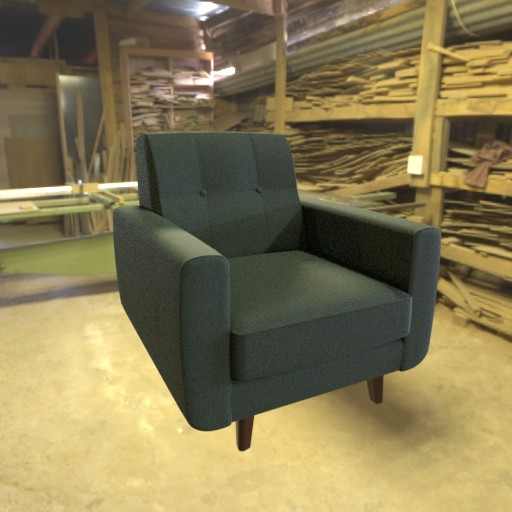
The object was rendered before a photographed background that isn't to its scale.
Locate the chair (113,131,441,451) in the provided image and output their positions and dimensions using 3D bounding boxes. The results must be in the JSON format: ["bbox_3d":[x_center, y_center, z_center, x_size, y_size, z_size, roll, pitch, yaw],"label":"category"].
[{"bbox_3d":[0.000,0.000,1.541,0.831,0.841,0.909,-8,17,-26],"label":"chair"}]
